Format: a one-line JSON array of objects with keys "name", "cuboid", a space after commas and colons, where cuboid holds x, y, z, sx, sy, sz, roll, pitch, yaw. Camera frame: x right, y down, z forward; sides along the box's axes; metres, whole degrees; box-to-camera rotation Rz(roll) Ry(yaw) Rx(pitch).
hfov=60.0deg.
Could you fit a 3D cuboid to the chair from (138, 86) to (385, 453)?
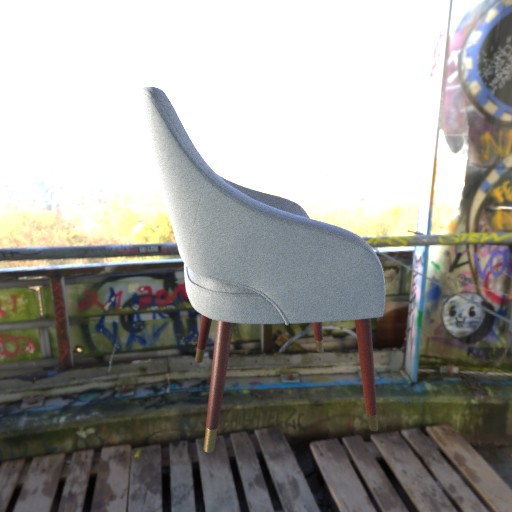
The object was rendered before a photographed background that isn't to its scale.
[{"name": "chair", "cuboid": [0.000, 0.000, 1.286, 0.600, 0.889, 0.609, -3, 15, -10]}]
